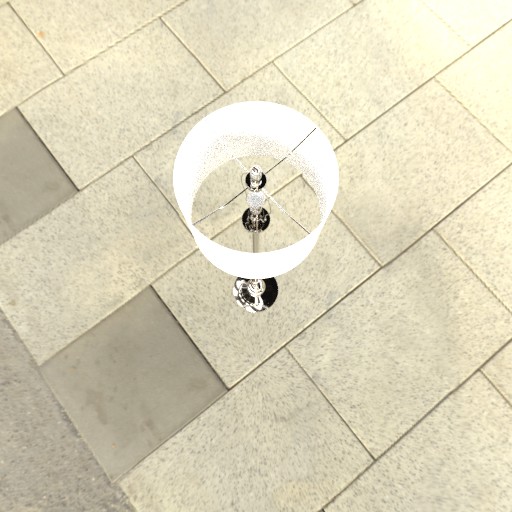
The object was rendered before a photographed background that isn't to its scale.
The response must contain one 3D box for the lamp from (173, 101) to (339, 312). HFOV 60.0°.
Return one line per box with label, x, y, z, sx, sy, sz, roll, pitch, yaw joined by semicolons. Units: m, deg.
lamp;0.000;0.000;1.652;0.356;1.487;0.356;-40;79;-9
